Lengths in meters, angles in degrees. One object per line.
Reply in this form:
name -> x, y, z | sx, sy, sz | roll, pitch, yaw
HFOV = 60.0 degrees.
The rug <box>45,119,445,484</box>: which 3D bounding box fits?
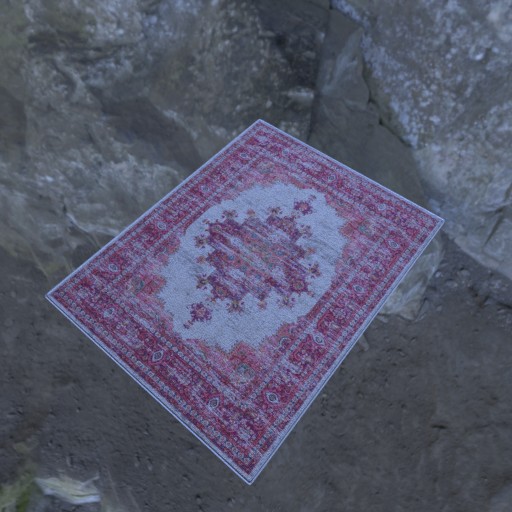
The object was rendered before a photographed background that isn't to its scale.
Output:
rug -> 0.000, 0.000, 4.282 | 2.447, 0.017, 3.123 | 34, 63, 20
